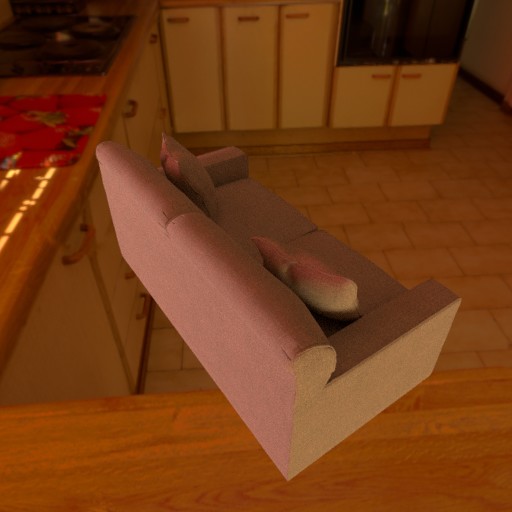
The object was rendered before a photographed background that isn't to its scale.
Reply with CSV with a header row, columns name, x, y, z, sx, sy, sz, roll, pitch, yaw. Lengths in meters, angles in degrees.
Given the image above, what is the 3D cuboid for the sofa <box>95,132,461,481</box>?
name,x,y,z,sx,sy,sz,roll,pitch,yaw
sofa,0.000,0.000,2.406,1.000,0.958,1.846,-24,45,-26
